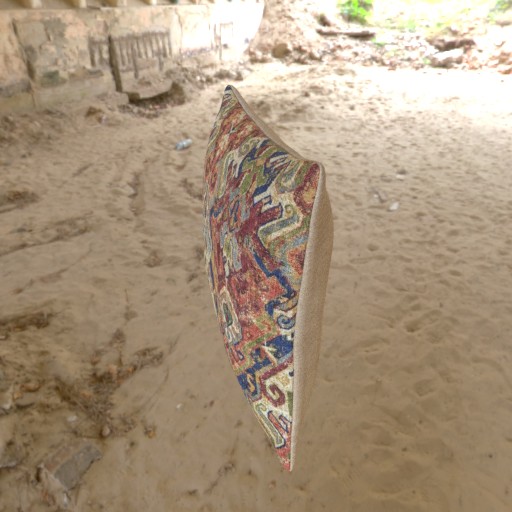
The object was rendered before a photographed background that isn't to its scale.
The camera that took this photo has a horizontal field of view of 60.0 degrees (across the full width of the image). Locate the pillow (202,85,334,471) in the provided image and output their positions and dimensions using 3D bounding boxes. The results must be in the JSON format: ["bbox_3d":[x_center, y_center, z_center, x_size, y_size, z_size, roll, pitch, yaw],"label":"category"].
[{"bbox_3d":[0.000,0.000,0.794,0.166,0.506,0.523,-7,31,-12],"label":"pillow"}]
